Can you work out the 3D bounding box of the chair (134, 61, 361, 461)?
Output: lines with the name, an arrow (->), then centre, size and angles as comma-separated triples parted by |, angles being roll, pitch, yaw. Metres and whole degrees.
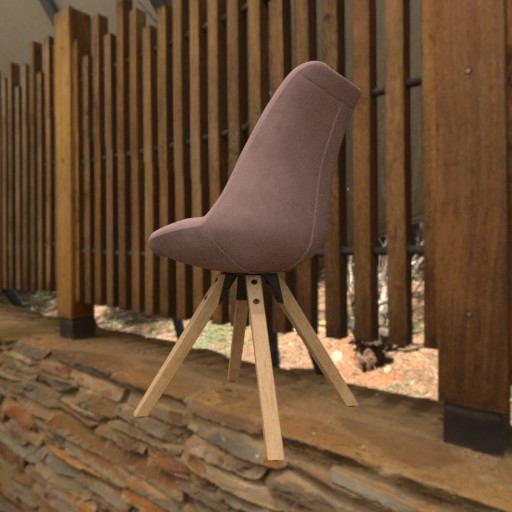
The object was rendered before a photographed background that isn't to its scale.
chair -> 0.000, 0.000, 1.199 | 0.550, 0.850, 0.485 | 0, 1, 35
